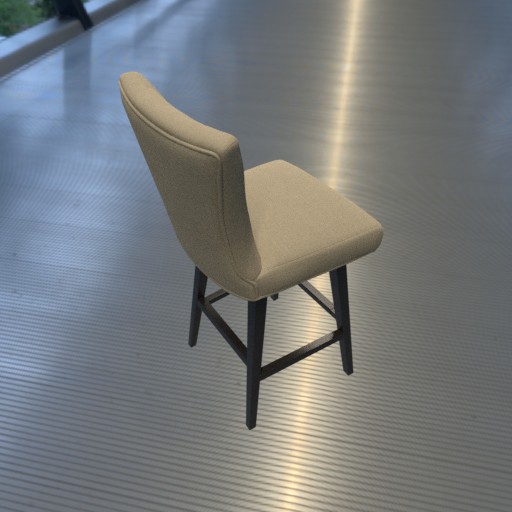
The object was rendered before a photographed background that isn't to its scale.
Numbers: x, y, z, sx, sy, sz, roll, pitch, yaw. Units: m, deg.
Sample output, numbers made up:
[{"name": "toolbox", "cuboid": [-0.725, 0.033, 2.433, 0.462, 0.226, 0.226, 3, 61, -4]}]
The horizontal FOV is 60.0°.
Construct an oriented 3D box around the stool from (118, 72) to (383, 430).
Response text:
[{"name": "stool", "cuboid": [0.000, 0.000, 1.402, 0.574, 1.086, 0.514, -24, 45, -26]}]
